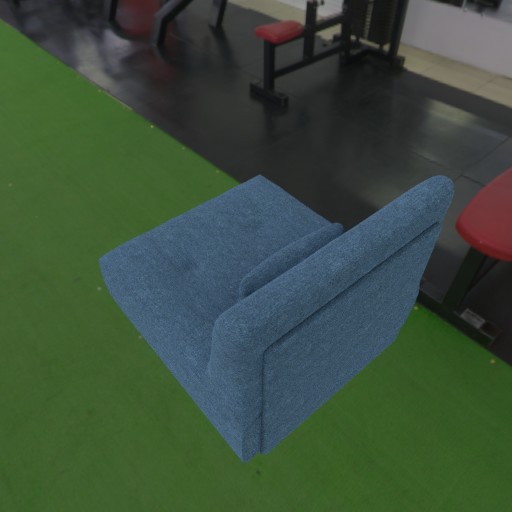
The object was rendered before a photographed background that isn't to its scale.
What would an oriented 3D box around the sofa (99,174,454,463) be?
[{"bbox_3d":[0.000,0.000,1.738,0.930,0.820,1.000,-31,54,-27],"label":"sofa"}]
